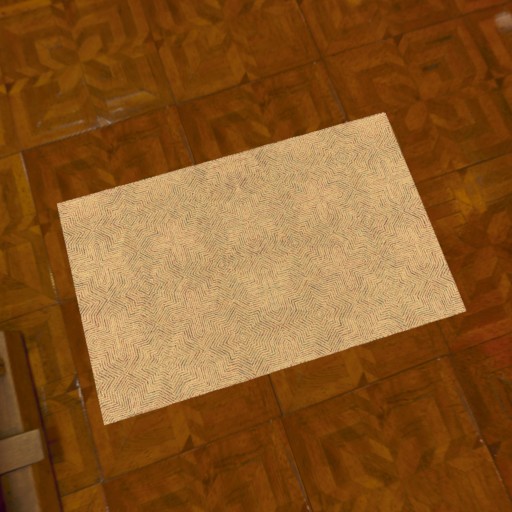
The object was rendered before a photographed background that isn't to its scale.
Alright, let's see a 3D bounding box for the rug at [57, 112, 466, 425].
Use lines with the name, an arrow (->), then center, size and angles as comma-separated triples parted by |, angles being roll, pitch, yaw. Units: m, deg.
rug -> 0.000, 0.000, 2.993 | 2.428, 0.007, 1.519 | -17, 78, -4
